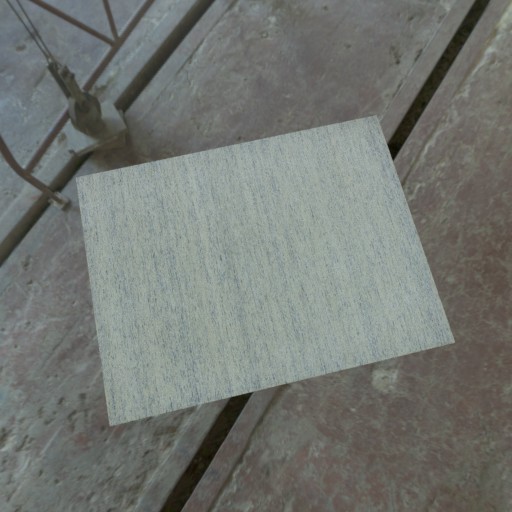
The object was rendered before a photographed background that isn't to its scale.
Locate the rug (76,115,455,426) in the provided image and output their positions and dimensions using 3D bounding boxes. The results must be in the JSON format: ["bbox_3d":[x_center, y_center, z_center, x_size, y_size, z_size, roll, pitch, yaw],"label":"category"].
[{"bbox_3d":[0.000,0.000,4.295,3.197,0.006,2.438,-13,75,-3],"label":"rug"}]
